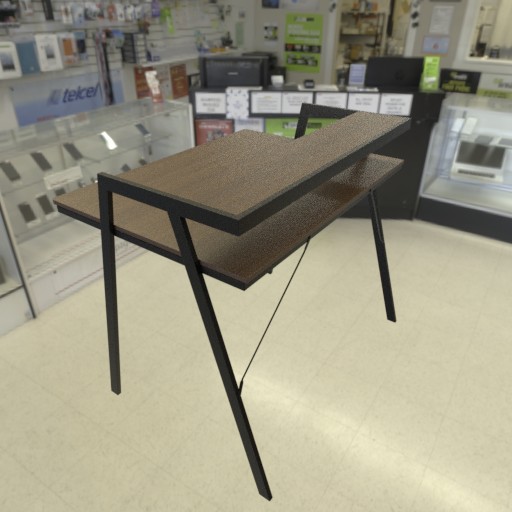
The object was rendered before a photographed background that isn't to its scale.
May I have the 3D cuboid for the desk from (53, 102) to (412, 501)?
[{"bbox_3d":[0.000,0.000,1.832,0.936,0.998,1.143,20,36,30],"label":"desk"}]
